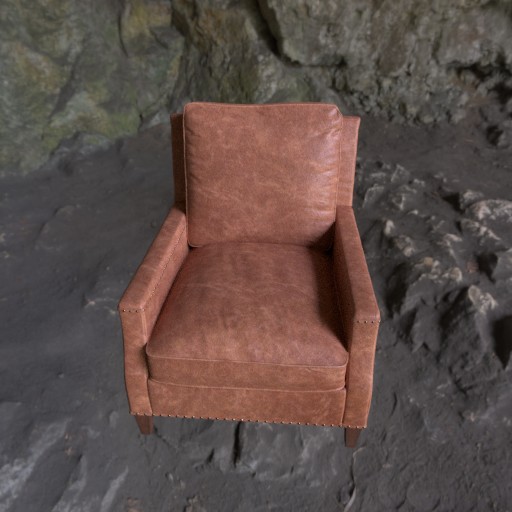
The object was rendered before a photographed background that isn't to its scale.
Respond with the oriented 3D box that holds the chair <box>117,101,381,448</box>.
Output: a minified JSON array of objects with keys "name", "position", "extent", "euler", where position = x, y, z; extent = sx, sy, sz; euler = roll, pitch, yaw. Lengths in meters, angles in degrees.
[{"name":"chair","position":[0.000,0.000,1.791],"extent":[0.854,1.054,1.035],"euler":[2,30,4]}]
